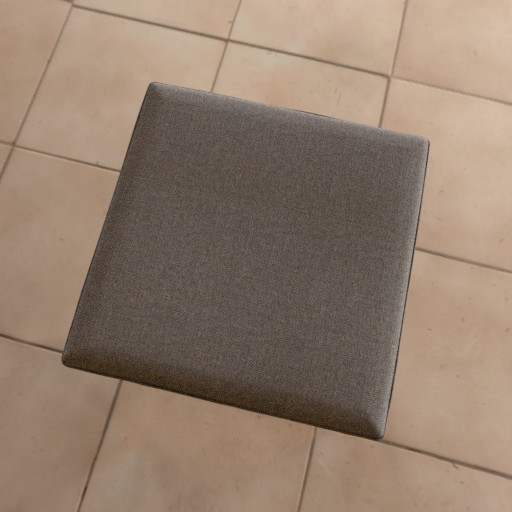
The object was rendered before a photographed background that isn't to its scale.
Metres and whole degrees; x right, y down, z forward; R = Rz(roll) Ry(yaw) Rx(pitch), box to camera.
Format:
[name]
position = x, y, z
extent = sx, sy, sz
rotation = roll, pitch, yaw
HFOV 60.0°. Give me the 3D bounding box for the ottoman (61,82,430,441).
[ottoman]
position = 0.000, 0.000, 1.591
extent = 1.017, 0.423, 1.023
rotation = 13, 77, 3
